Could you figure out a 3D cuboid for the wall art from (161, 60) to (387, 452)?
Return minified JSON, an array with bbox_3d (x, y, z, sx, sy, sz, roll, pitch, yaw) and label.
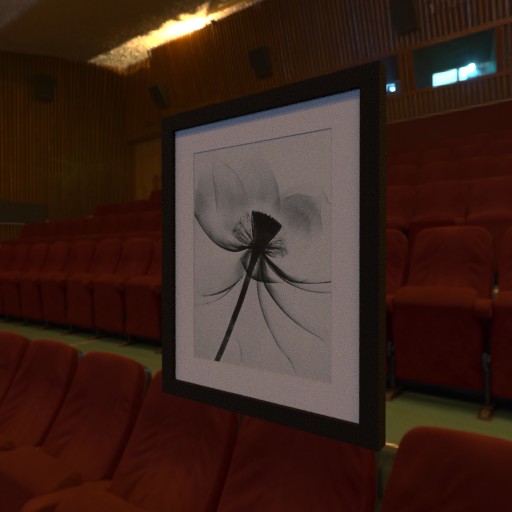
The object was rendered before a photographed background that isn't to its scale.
[{"bbox_3d":[0.000,0.000,0.779,0.457,0.559,0.029,0,1,36],"label":"wall art"}]
